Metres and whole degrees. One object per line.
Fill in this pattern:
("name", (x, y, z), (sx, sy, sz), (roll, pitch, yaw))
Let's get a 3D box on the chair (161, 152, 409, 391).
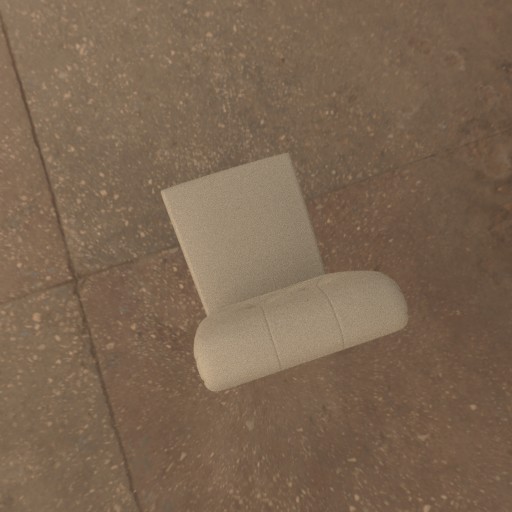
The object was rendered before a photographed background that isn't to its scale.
("chair", (0.000, 0.000, 1.344), (0.456, 1.006, 0.671), (-18, 76, -5))
